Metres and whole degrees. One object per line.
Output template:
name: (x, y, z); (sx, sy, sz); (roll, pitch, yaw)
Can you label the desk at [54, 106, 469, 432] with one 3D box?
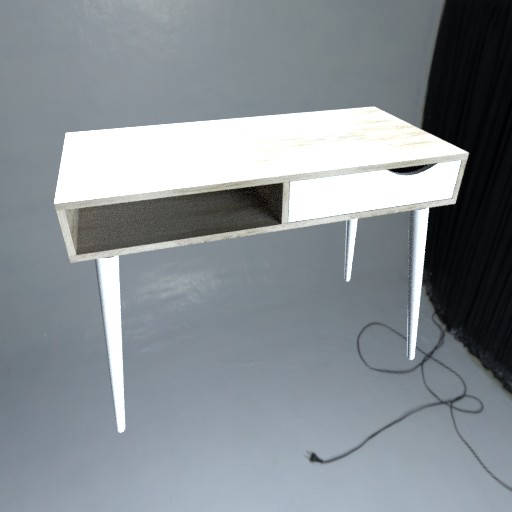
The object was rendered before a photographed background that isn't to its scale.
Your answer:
desk: (0.000, 0.000, 1.381); (0.979, 0.723, 0.491); (-9, 34, -14)
